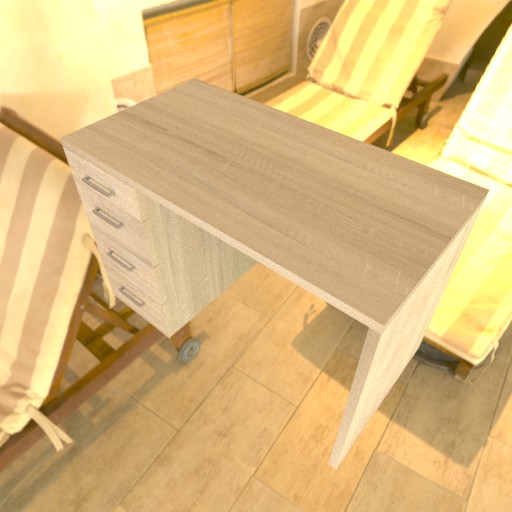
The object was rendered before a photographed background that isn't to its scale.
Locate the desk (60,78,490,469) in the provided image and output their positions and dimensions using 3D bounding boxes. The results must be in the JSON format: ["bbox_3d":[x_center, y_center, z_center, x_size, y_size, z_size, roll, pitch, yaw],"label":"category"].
[{"bbox_3d":[0.000,0.000,1.506,1.100,0.731,0.600,30,52,27],"label":"desk"}]
